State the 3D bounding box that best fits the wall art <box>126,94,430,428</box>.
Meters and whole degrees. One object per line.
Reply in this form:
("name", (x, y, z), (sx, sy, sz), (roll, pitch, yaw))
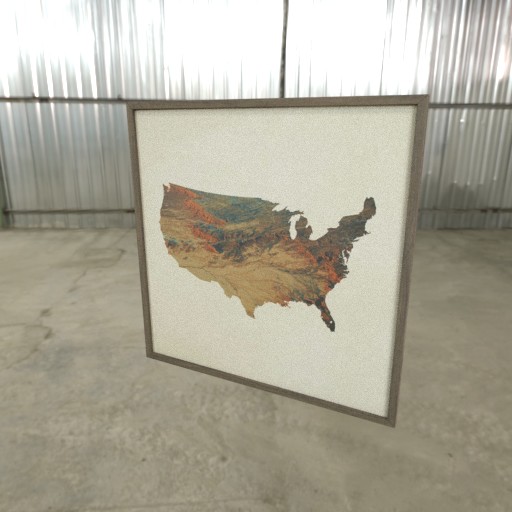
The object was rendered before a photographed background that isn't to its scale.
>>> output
("wall art", (0.000, 0.000, 0.757), (0.508, 0.507, 0.016), (8, 19, 25))
